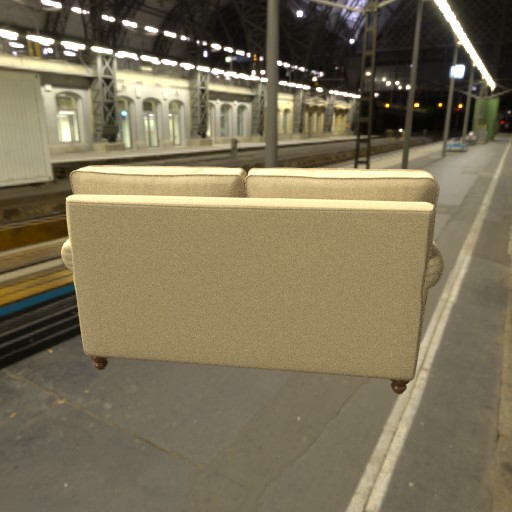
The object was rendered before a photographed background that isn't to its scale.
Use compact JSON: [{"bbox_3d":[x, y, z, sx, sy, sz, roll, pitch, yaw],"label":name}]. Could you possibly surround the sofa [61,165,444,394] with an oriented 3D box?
[{"bbox_3d":[0.000,0.000,2.258,1.665,0.937,0.964,2,17,8],"label":"sofa"}]
